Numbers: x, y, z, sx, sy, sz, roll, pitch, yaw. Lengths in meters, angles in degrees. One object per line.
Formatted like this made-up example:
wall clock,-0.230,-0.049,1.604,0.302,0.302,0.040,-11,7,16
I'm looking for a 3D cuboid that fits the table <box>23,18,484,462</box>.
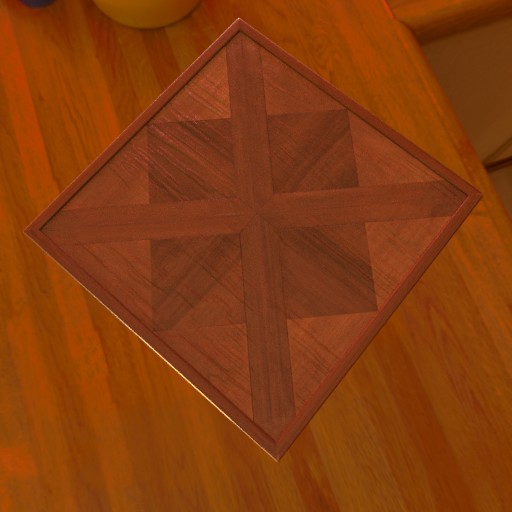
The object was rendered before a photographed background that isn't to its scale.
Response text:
table,0.000,0.000,0.950,0.503,0.563,0.503,39,79,9
